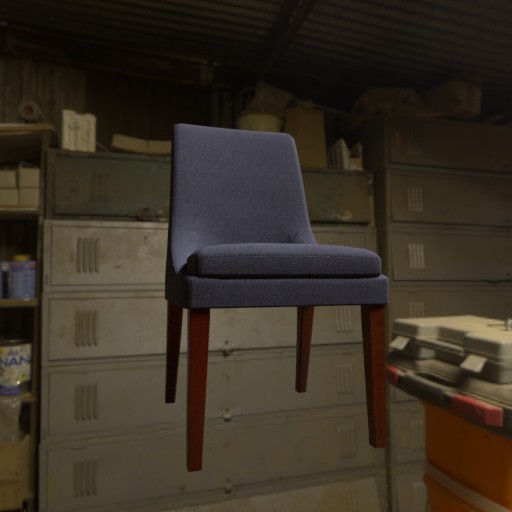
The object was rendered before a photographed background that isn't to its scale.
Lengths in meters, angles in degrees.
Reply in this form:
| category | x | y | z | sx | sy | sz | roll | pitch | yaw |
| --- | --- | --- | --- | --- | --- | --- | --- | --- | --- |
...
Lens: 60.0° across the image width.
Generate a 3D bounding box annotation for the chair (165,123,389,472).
| category | x | y | z | sx | sy | sz | roll | pitch | yaw |
| --- | --- | --- | --- | --- | --- | --- | --- | --- | --- |
| chair | 0.000 | 0.000 | 1.330 | 0.508 | 0.952 | 0.655 | 1 | -2 | -16 |
